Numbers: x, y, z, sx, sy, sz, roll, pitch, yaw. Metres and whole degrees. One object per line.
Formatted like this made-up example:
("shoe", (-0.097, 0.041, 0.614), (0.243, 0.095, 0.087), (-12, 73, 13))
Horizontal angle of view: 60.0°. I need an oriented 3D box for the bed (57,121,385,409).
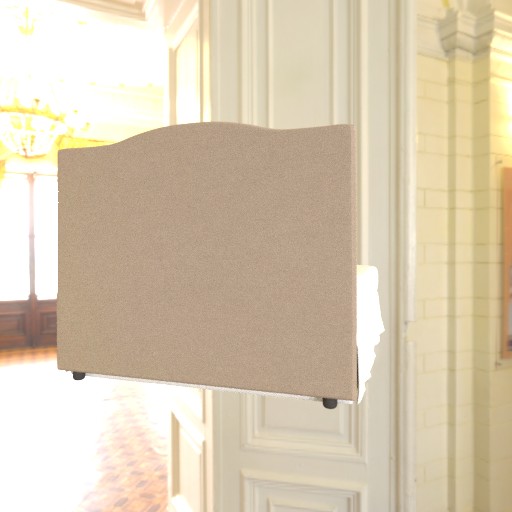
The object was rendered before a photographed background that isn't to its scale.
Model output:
("bed", (0.000, 0.000, 3.399), (1.821, 1.436, 2.282), (0, 1, 18))
